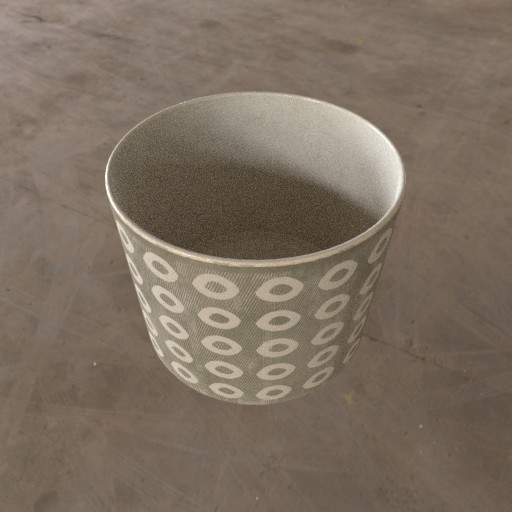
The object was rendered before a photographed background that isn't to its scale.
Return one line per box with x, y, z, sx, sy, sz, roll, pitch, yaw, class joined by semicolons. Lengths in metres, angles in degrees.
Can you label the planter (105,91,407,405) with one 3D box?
0.000;0.000;0.461;0.250;0.239;0.250;0;45;0;planter
